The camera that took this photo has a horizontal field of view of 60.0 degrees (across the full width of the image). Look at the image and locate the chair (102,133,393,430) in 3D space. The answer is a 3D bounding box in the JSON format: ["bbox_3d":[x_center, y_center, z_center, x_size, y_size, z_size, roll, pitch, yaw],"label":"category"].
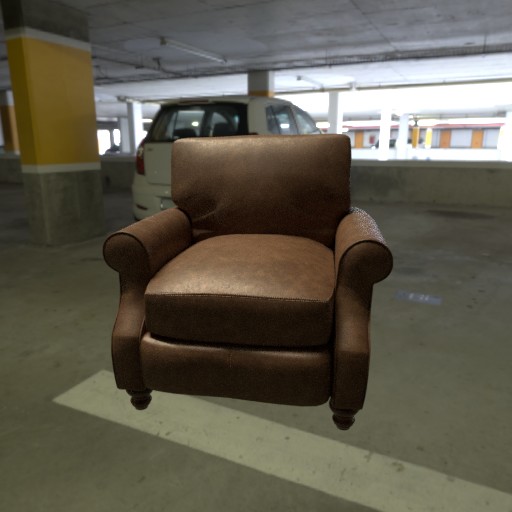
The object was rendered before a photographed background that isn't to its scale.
[{"bbox_3d":[0.000,0.000,1.809,0.996,0.976,1.002,2,14,9],"label":"chair"}]
